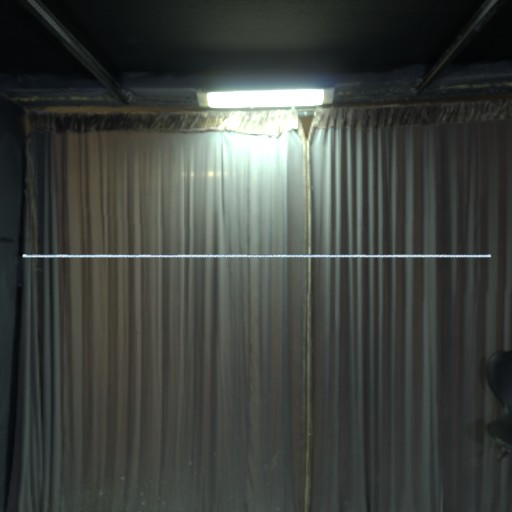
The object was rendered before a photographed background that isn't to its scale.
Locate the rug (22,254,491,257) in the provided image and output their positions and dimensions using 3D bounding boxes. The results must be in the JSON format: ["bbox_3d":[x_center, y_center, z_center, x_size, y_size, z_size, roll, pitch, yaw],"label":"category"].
[{"bbox_3d":[0.000,0.000,3.060,2.438,0.015,1.518,0,0,-2],"label":"rug"}]
